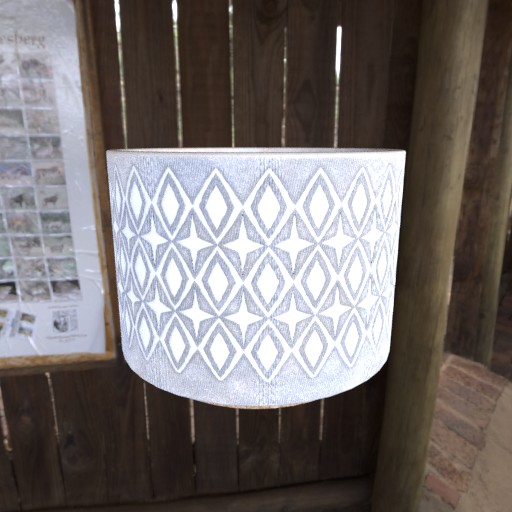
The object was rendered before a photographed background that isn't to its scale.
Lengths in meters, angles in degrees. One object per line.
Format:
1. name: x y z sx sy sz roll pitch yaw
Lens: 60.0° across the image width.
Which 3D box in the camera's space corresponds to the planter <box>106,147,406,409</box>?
1. planter: 0.000 0.000 0.271 0.164 0.127 0.164 0 14 0
